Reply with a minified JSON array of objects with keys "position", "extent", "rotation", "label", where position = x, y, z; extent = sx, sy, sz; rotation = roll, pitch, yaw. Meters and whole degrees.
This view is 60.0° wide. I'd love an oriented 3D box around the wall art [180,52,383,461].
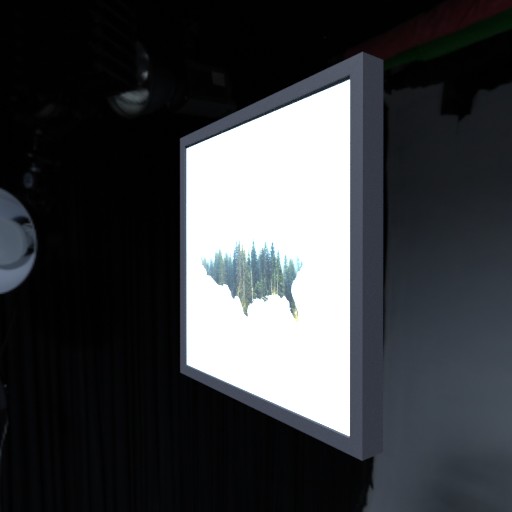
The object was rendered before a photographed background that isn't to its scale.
[{"position":[0.000,0.000,0.769],"extent":[0.040,0.509,0.509],"rotation":[0,0,-36],"label":"wall art"}]
